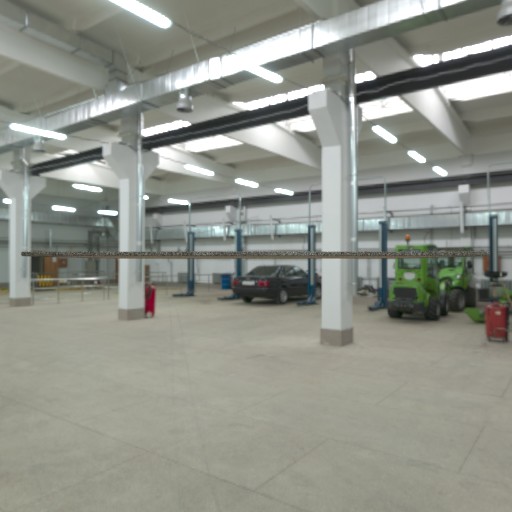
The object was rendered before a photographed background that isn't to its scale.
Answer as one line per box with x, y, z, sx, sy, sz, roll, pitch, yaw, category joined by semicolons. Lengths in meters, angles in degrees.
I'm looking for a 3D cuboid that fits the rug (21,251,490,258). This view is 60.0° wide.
0.000;0.000;3.439;2.699;0.026;1.802;0;-1;1;rug
